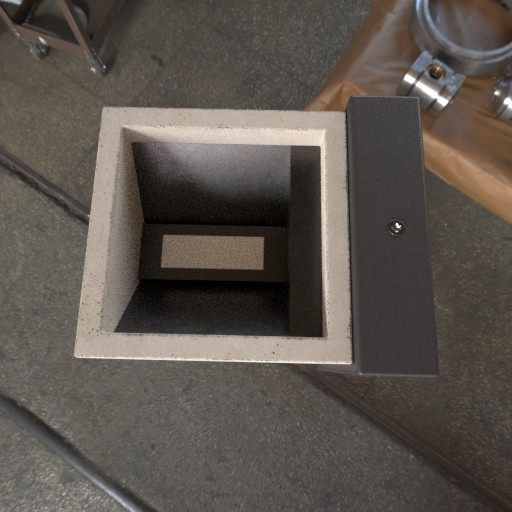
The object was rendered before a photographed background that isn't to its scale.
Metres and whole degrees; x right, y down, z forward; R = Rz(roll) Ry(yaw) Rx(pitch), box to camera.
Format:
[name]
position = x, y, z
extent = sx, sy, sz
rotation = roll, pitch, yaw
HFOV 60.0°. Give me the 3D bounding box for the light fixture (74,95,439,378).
[light fixture]
position = 0.000, 0.000, 0.241
extent = 0.143, 0.121, 0.121
rotation = 1, 77, 0
